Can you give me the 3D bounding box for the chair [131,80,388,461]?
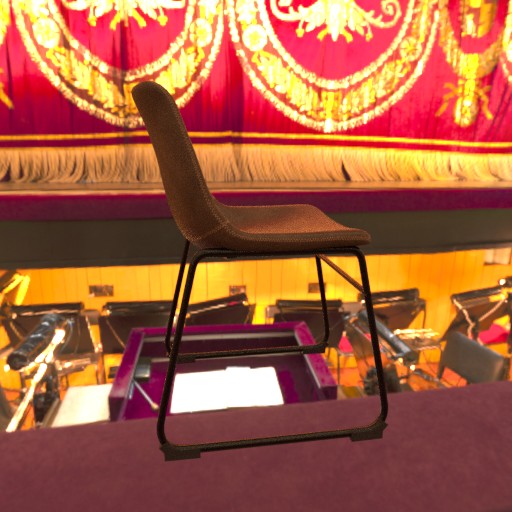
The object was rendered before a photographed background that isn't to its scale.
[{"bbox_3d":[0.000,0.000,1.113,0.551,0.780,0.460,-2,14,-9],"label":"chair"}]
